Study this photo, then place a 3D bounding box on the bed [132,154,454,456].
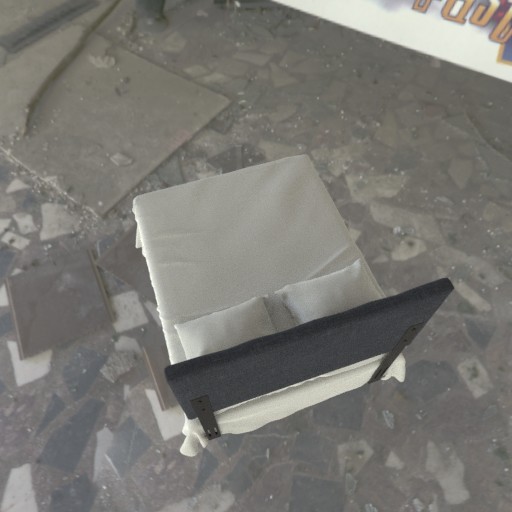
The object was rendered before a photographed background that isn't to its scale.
[{"bbox_3d":[0.000,0.000,3.468,1.936,1.577,2.222,-16,59,-10],"label":"bed"}]
